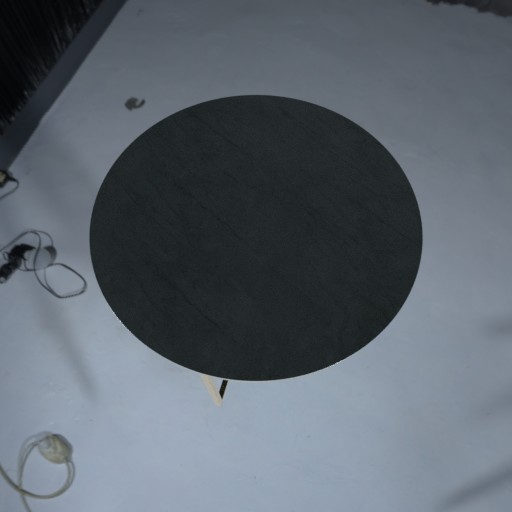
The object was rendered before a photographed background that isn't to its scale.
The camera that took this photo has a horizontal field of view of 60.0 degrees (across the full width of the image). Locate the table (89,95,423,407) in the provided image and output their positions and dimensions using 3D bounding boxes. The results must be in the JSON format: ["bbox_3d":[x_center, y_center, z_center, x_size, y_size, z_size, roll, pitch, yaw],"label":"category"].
[{"bbox_3d":[0.000,0.000,1.279,0.800,0.450,0.800,0,63,0],"label":"table"}]
